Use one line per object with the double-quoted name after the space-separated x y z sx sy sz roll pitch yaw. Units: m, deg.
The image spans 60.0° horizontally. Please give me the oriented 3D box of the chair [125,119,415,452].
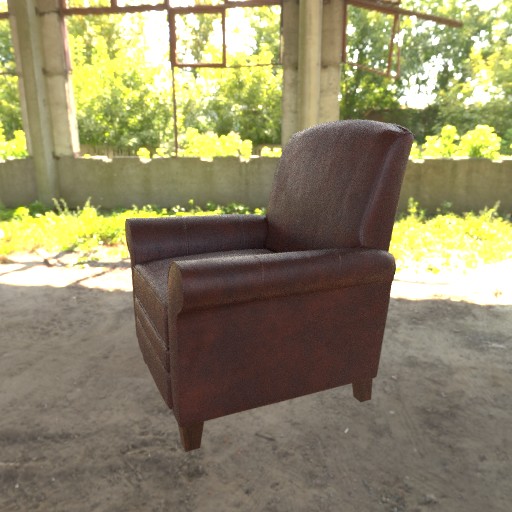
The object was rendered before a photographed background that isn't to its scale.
0.000 0.000 1.778 0.902 1.061 0.978 -6 15 -24 "chair"
